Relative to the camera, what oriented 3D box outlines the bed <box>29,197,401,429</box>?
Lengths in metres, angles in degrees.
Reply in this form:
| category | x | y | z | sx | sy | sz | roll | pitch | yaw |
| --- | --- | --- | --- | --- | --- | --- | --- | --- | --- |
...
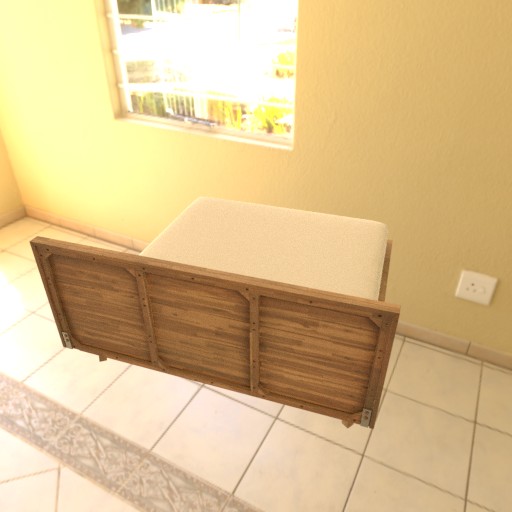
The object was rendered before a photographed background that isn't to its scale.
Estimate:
| category | x | y | z | sx | sy | sz | roll | pitch | yaw |
| --- | --- | --- | --- | --- | --- | --- | --- | --- | --- |
| bed | 0.000 | 0.000 | 3.499 | 2.116 | 1.100 | 2.167 | 10 | 34 | 15 |
